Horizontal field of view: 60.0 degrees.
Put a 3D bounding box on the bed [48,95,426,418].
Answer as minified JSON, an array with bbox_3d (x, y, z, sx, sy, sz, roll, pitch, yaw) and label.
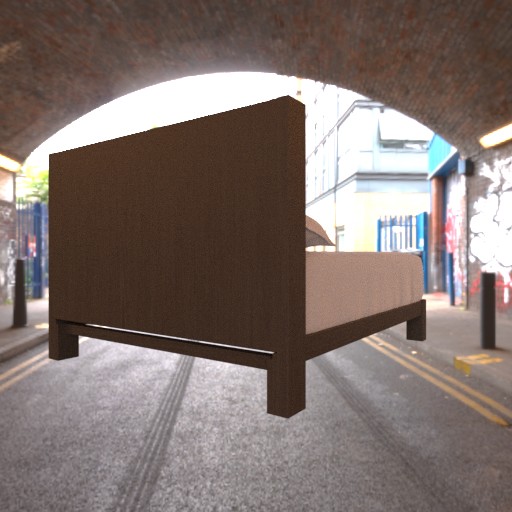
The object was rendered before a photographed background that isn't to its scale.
[{"bbox_3d":[0.000,0.000,3.036,1.735,1.261,1.992,0,0,36],"label":"bed"}]
